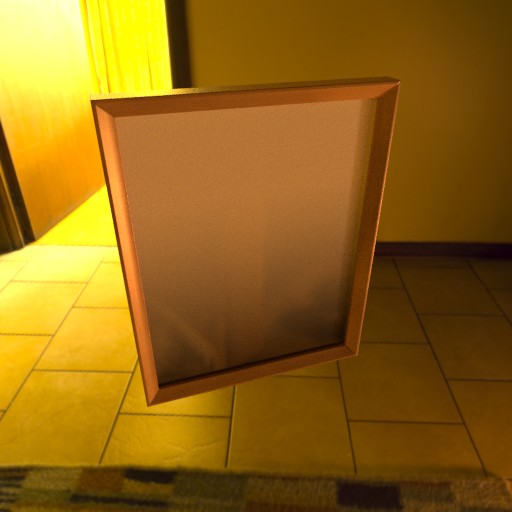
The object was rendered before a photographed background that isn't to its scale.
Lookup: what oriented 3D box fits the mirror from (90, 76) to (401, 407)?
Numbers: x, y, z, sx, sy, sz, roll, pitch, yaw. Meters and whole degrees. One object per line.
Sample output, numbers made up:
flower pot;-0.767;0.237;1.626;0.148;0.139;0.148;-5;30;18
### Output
mirror;0.000;0.000;0.700;0.406;0.509;0.041;-10;32;-15
